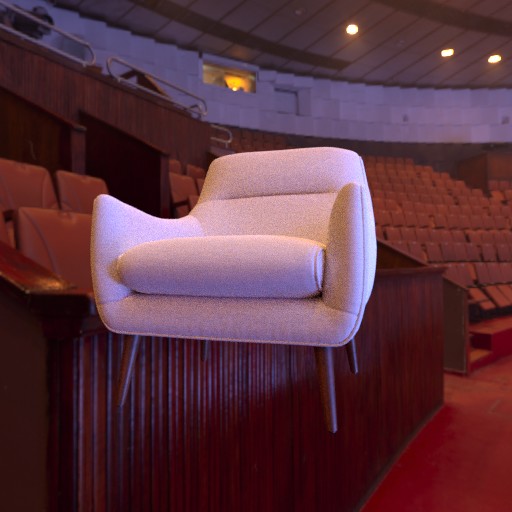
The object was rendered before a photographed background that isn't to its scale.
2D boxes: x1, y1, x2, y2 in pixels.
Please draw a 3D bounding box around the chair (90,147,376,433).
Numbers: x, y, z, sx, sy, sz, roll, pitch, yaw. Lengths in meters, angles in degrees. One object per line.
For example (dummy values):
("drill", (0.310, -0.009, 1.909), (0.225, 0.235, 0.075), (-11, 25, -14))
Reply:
("chair", (0.000, 0.000, 1.455), (0.762, 0.838, 0.787), (0, 0, 18))
